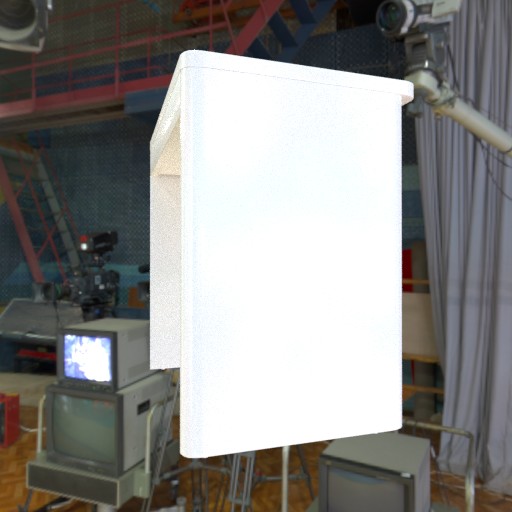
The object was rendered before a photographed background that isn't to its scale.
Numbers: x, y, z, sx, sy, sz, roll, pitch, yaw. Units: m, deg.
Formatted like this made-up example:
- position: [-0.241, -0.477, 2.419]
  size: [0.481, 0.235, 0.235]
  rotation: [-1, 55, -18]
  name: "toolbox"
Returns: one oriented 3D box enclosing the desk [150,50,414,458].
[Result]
- position: [0.000, 0.000, 1.300]
  size: [0.549, 0.800, 0.762]
  rotation: [0, 0, -18]
  name: "desk"
